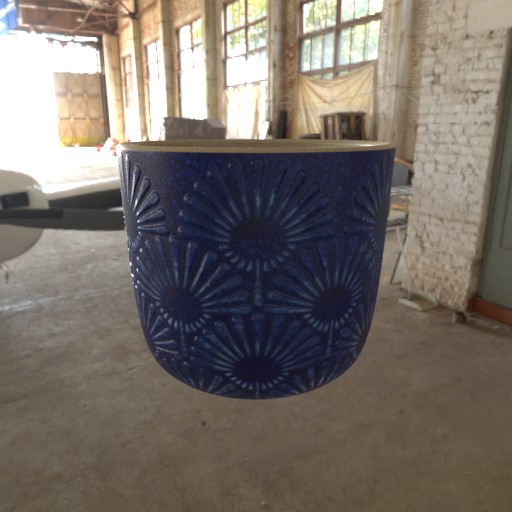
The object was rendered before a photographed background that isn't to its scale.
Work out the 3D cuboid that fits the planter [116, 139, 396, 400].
[{"bbox_3d":[0.000,0.000,0.220,0.124,0.109,0.124,0,16,0],"label":"planter"}]
